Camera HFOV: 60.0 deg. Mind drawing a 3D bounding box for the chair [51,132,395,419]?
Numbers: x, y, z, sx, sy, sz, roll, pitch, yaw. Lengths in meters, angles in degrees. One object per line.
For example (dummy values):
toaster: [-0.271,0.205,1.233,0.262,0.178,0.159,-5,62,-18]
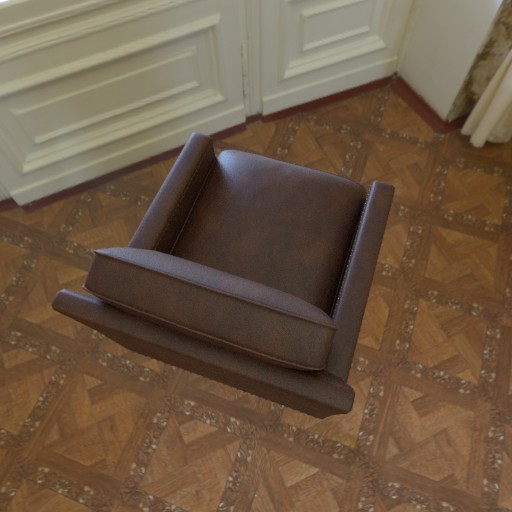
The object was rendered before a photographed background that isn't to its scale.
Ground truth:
chair: [0.000,0.000,1.662,0.853,0.929,1.014,17,63,9]
